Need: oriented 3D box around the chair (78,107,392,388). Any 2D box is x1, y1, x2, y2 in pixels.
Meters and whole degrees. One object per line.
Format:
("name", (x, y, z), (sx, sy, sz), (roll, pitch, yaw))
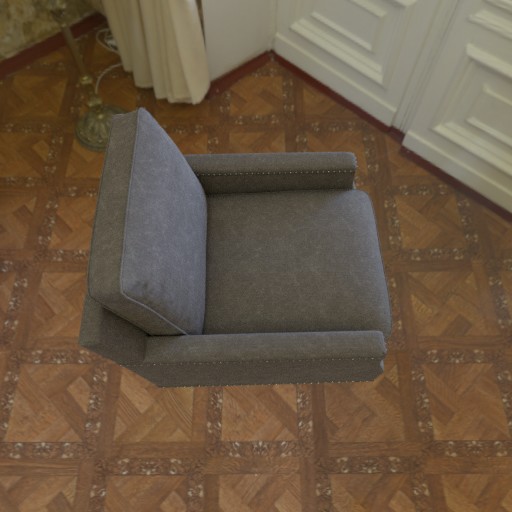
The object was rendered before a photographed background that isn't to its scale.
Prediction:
("chair", (0.000, 0.000, 1.704), (1.014, 0.948, 0.853), (-1, 64, -1))
